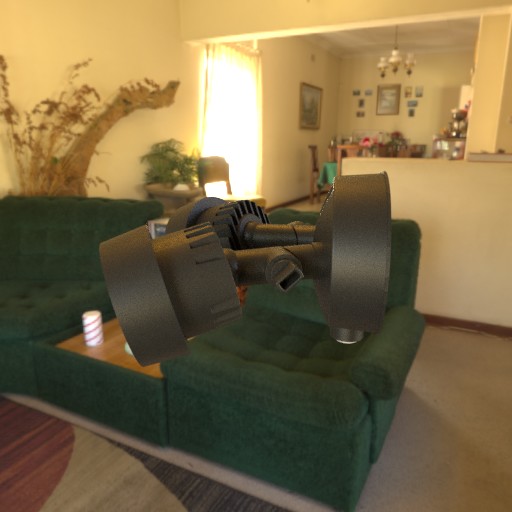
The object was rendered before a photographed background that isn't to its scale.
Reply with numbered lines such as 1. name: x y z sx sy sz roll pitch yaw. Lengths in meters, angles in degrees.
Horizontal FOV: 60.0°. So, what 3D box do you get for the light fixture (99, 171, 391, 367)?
1. light fixture: 0.000 0.000 0.312 0.168 0.120 0.213 3 15 9
